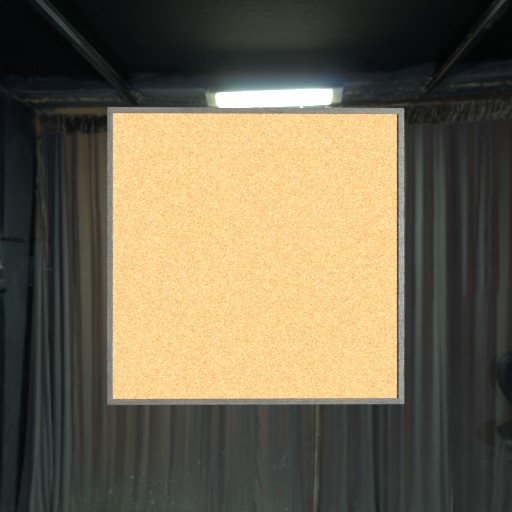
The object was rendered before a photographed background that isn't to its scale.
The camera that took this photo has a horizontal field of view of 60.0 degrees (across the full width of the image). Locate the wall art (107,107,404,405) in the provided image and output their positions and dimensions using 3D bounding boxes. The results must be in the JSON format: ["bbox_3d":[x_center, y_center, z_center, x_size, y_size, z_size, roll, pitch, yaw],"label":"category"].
[{"bbox_3d":[0.000,0.000,0.776,0.507,0.507,0.037,0,0,-1],"label":"wall art"}]
